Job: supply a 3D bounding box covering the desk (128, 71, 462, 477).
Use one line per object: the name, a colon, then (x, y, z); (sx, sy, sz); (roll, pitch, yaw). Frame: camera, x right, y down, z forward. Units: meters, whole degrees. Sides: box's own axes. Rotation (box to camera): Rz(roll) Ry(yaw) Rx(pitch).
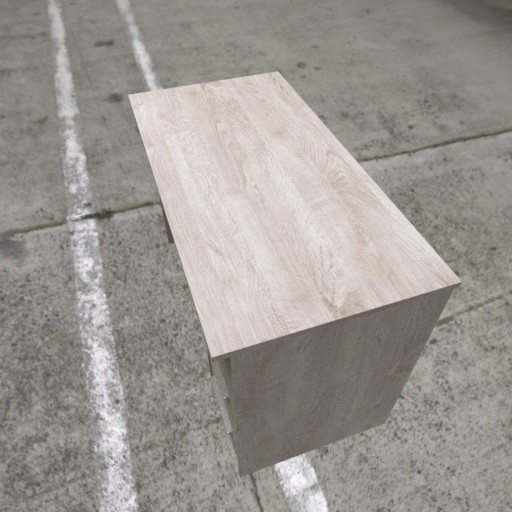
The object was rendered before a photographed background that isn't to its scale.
desk: (0.000, 0.000, 1.517); (0.560, 0.735, 1.097); (-14, 48, -13)
